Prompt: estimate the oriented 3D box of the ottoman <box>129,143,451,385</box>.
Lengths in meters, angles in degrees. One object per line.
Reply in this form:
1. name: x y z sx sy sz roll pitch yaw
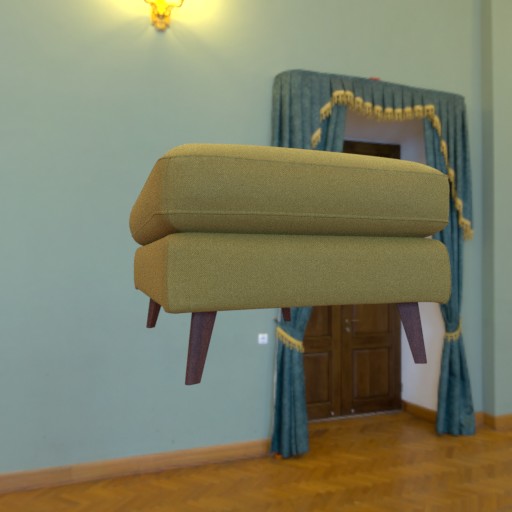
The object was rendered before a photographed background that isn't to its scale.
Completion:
1. ottoman: 0.000 0.000 1.171 0.608 0.449 0.811 0 -1 -19
